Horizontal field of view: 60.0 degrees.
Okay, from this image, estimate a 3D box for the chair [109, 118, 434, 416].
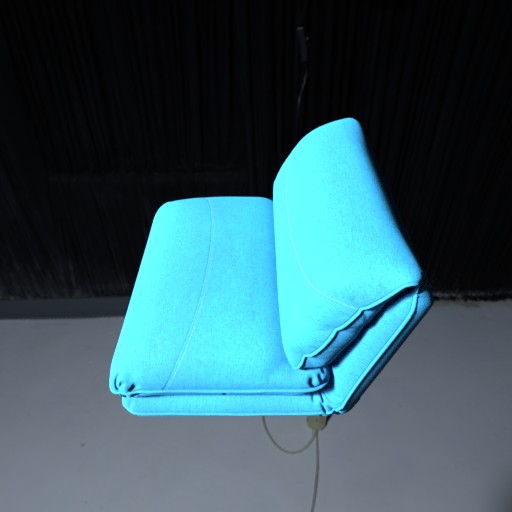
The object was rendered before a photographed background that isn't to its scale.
[{"bbox_3d":[0.000,0.000,1.363,0.780,0.580,0.820,0,41,0],"label":"chair"}]
